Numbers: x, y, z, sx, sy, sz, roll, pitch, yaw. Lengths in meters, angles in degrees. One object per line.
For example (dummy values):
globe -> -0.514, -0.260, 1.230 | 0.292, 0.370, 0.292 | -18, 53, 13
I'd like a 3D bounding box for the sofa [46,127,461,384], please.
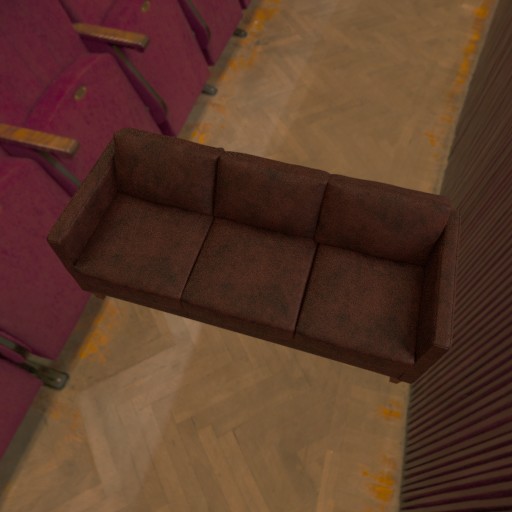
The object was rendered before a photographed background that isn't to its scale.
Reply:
sofa -> 0.000, 0.000, 3.022 | 2.464, 1.006, 1.045 | 14, 59, 9
